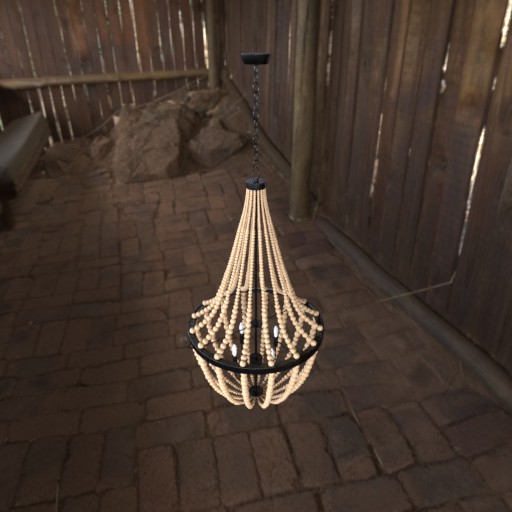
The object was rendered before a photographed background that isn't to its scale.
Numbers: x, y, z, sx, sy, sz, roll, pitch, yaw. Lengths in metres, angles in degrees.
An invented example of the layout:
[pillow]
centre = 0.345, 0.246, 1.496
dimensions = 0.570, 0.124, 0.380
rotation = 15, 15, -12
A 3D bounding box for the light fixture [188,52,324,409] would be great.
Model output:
[light fixture]
centre = 0.000, 0.000, 1.361
dimensions = 0.450, 1.133, 0.450
rotation = 0, 28, 0
